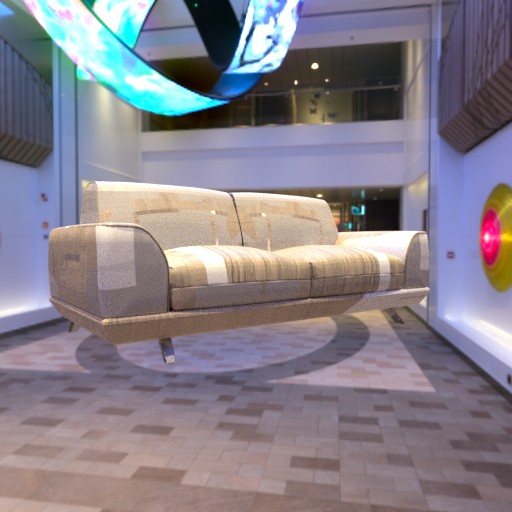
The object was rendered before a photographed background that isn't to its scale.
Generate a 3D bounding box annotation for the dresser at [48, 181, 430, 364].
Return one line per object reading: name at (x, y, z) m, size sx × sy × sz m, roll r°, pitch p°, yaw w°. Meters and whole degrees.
dresser at (0.000, 0.000, 5.859) m, size 4.679 × 1.863 × 2.251 m, roll -1°, pitch 2°, yaw -36°
